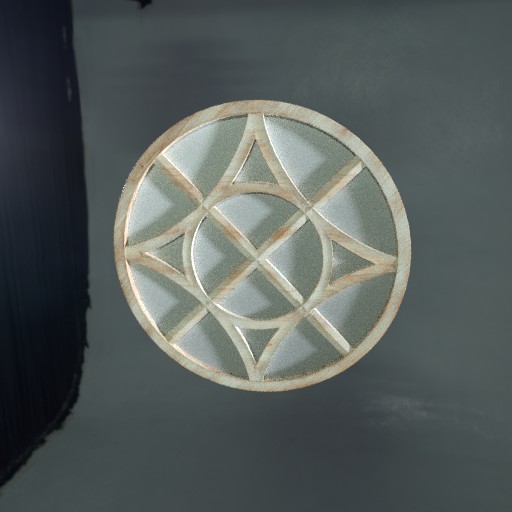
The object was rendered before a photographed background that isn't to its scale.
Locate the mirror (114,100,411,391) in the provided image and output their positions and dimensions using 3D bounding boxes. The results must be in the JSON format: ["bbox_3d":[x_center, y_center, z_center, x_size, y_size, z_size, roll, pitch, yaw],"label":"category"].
[{"bbox_3d":[0.000,0.000,1.071,0.710,0.710,0.038,2,15,8],"label":"mirror"}]
